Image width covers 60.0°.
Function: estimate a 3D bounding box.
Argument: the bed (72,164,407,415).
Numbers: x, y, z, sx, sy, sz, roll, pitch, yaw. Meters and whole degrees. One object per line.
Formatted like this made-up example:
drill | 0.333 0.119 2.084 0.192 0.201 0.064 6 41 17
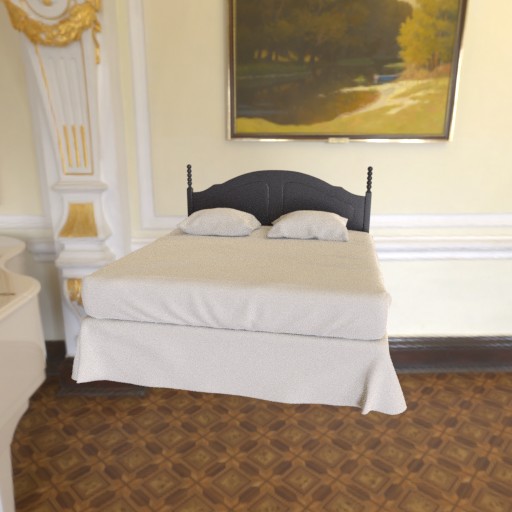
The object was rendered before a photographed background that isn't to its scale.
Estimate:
bed | 0.000 0.000 3.661 2.322 1.355 2.219 3 15 11
